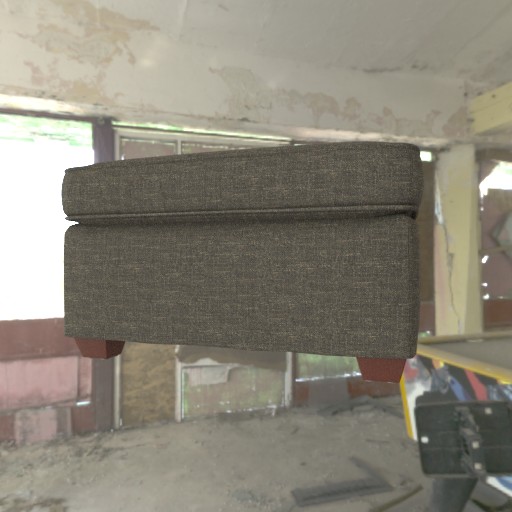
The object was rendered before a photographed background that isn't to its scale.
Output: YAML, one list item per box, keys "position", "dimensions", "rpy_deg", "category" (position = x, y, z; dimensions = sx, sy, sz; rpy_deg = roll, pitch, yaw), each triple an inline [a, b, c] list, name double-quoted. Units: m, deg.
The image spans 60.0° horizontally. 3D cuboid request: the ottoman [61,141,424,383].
- position: [0.000, 0.000, 1.081]
  dimensions: [0.749, 0.450, 0.549]
  rpy_deg: [0, 0, 18]
  category: "ottoman"
